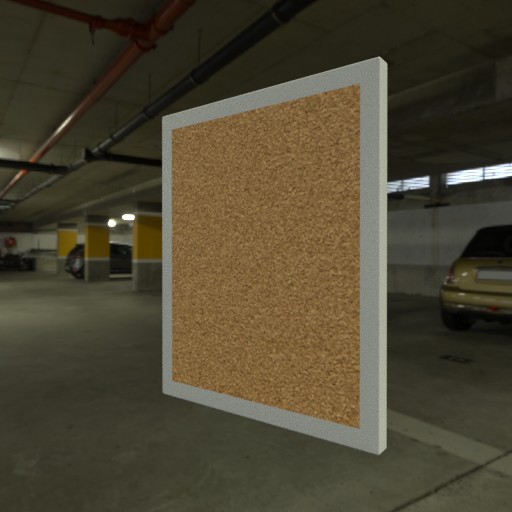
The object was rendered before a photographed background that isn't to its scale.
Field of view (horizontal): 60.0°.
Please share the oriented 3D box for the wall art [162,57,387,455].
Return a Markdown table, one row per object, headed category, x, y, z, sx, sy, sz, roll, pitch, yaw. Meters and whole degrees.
| category | x | y | z | sx | sy | sz | roll | pitch | yaw |
| --- | --- | --- | --- | --- | --- | --- | --- | --- | --- |
| wall art | 0.000 | 0.000 | 0.765 | 0.454 | 0.556 | 0.028 | 0 | 1 | 37 |
